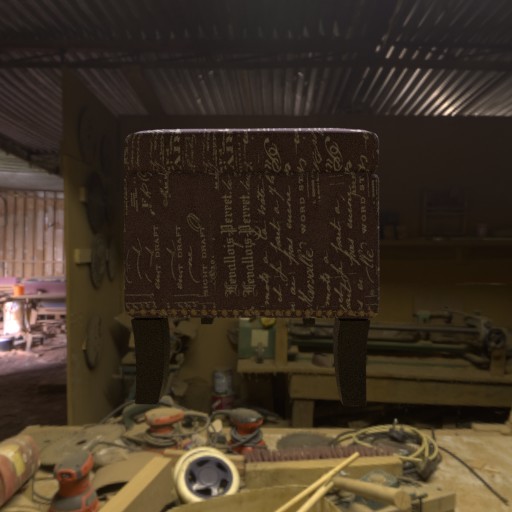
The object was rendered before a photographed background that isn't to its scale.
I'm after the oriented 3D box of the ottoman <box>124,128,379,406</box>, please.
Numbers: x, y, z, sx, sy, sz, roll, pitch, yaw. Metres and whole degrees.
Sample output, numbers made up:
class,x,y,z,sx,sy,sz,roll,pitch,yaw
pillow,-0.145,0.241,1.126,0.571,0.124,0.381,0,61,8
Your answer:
class,x,y,z,sx,sy,sz,roll,pitch,yaw
ottoman,0.000,0.000,1.082,0.406,0.457,0.813,0,1,1
